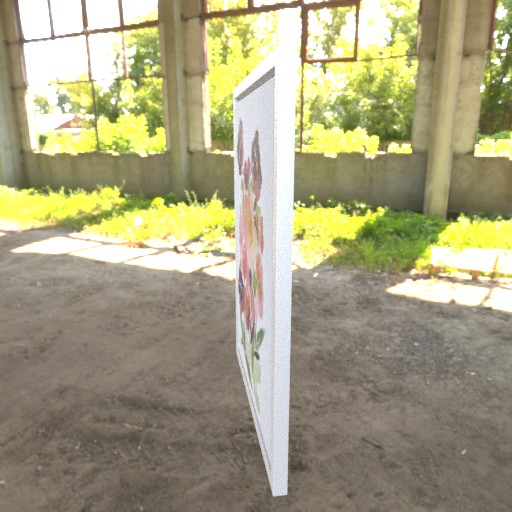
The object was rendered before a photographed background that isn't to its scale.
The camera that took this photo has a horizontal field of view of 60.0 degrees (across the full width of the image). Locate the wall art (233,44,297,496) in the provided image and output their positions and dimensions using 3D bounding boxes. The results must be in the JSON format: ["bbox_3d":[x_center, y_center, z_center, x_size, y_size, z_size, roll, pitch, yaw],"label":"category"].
[{"bbox_3d":[0.000,0.000,1.381,0.042,1.056,0.805,-2,15,-9],"label":"wall art"}]
